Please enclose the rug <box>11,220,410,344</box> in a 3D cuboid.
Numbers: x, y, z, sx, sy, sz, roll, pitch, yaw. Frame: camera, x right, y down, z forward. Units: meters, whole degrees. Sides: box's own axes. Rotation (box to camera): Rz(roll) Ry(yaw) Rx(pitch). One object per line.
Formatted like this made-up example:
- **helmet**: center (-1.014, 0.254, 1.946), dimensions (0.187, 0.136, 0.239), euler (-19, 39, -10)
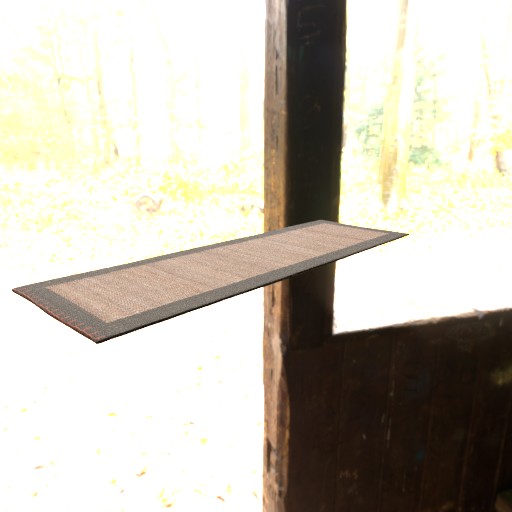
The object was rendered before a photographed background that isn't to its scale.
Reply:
- **rug**: center (0.000, 0.000, 2.599), dimensions (0.810, 0.016, 2.413), euler (14, 20, 42)
